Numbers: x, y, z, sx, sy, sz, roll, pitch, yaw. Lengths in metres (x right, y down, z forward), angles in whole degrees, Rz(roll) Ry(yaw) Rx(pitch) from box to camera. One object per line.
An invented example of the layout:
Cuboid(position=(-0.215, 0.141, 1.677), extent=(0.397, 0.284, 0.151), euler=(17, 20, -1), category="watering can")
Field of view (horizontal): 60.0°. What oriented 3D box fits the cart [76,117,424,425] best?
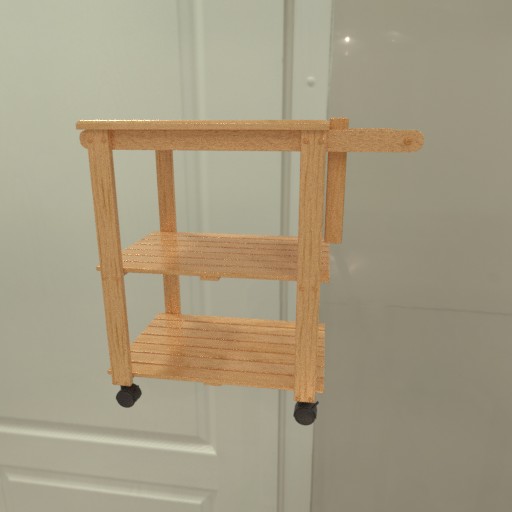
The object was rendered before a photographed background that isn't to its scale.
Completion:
Cuboid(position=(0.000, 0.000, 1.380), extent=(0.843, 0.816, 0.520), euler=(3, 17, 8), category="cart")
